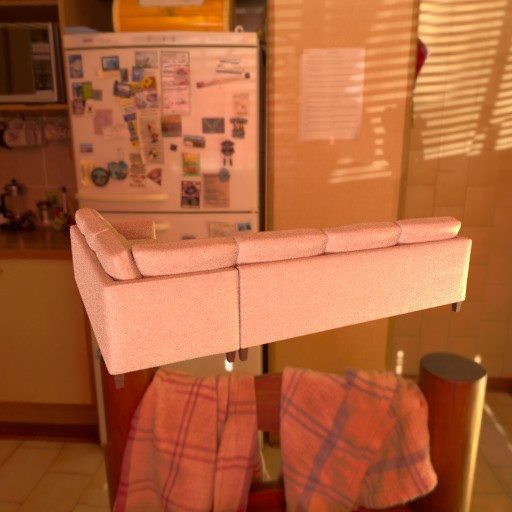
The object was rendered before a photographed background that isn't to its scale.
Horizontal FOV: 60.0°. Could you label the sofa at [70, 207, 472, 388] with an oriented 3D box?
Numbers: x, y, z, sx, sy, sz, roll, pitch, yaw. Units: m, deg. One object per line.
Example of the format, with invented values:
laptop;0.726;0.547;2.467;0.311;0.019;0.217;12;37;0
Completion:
sofa;0.000;0.000;4.531;3.333;0.934;2.522;-7;15;-26
